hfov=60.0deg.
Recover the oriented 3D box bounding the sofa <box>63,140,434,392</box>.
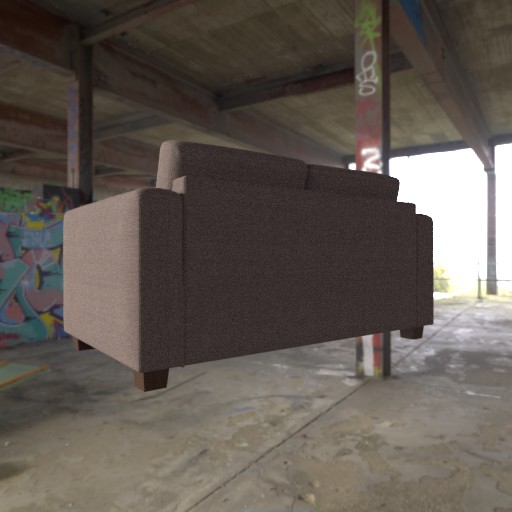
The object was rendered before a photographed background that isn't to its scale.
[{"bbox_3d":[0.000,0.000,2.053,1.520,0.800,0.900,0,0,-37],"label":"sofa"}]
